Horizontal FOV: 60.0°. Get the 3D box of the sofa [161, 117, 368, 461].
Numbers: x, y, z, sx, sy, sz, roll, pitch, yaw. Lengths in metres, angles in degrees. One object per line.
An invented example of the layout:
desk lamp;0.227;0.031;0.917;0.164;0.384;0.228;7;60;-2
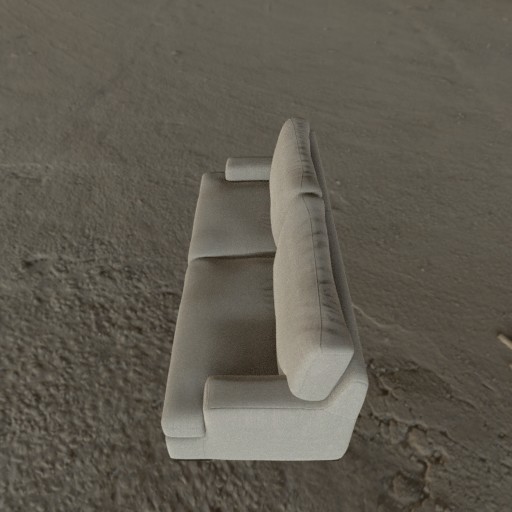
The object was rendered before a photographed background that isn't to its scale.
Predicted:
sofa;0.000;0.000;2.941;0.962;0.980;2.354;0;42;0
